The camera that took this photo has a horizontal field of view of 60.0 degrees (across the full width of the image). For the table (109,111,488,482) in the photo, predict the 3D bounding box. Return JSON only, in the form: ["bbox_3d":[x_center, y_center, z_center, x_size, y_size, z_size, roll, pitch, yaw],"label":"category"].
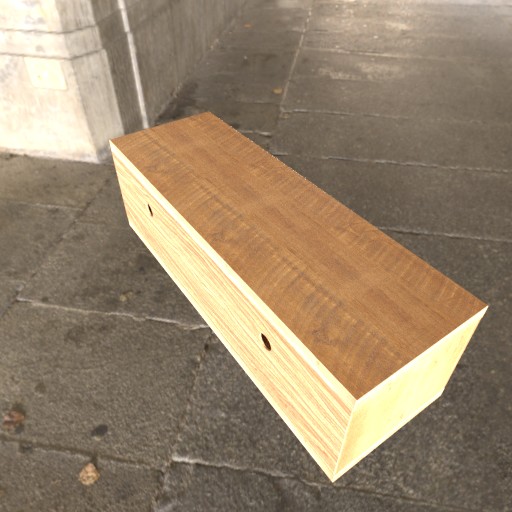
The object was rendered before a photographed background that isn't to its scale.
[{"bbox_3d":[0.000,0.000,1.722,0.499,0.491,1.499,-25,48,-25],"label":"table"}]
